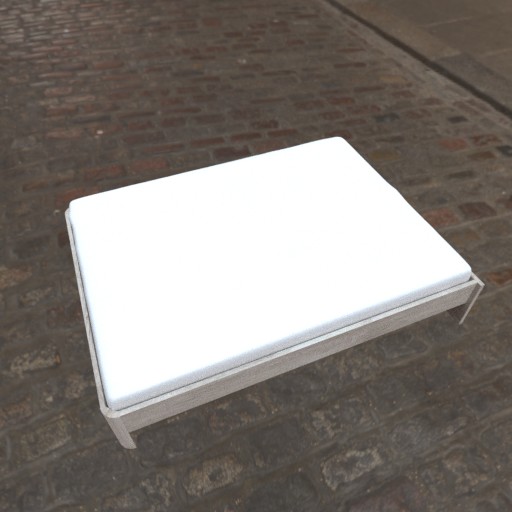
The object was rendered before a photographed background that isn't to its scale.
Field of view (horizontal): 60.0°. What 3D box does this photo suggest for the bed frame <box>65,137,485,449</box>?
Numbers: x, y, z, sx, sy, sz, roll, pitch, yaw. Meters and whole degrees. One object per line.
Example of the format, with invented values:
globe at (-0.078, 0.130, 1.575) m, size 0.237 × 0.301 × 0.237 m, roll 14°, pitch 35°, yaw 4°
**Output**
bed frame at (0.000, 0.000, 2.599) m, size 1.950 × 0.462 × 1.490 m, roll -17°, pitch 49°, yaw -15°
